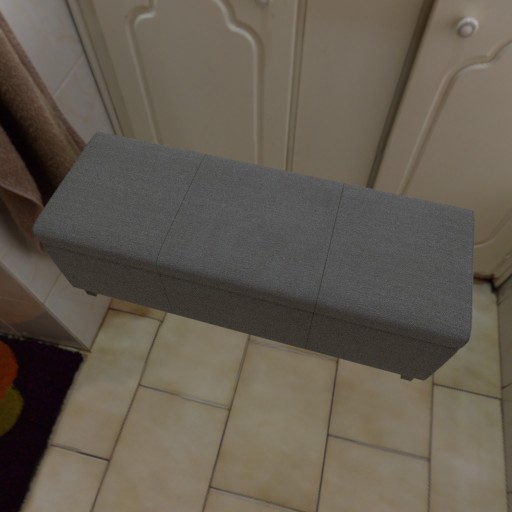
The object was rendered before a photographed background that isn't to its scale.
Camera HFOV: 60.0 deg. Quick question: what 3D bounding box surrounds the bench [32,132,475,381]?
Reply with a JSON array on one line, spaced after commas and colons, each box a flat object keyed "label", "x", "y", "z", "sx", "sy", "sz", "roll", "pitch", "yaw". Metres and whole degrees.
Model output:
[{"label": "bench", "x": 0.000, "y": 0.000, "z": 1.480, "sx": 1.269, "sy": 0.438, "sz": 0.446, "roll": 14, "pitch": 59, "yaw": 8}]
